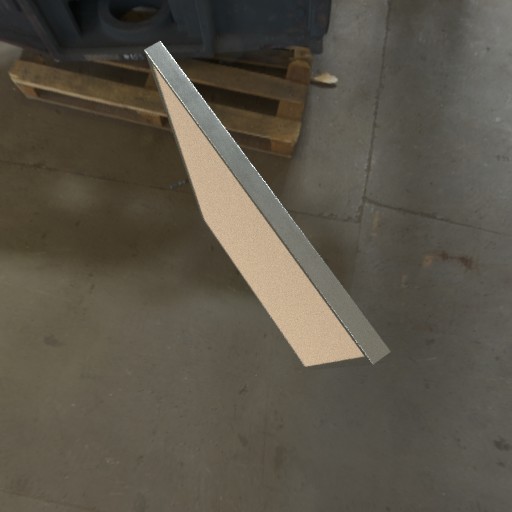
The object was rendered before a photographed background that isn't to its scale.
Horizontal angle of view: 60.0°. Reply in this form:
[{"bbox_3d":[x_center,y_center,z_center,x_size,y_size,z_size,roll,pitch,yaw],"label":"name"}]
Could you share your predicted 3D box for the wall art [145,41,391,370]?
[{"bbox_3d":[0.000,0.000,1.391,0.041,1.062,0.803,-33,77,-8],"label":"wall art"}]
